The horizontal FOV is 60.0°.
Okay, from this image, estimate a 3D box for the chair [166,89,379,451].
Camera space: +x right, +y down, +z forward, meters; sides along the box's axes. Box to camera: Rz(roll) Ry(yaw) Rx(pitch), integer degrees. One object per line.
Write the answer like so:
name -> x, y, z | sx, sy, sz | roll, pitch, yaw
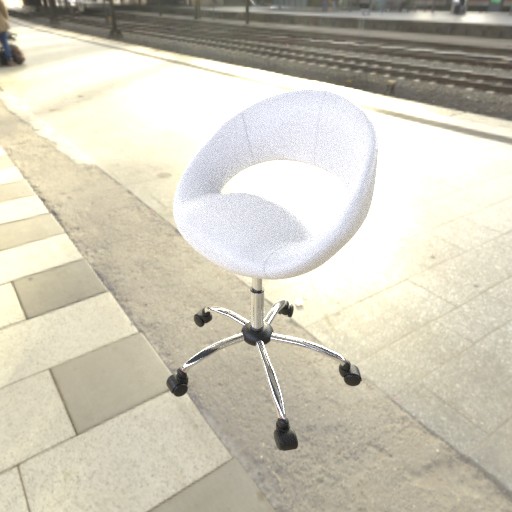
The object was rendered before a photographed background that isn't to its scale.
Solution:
chair -> 0.000, 0.000, 1.179 | 0.538, 0.791, 0.612 | -21, 37, -32
